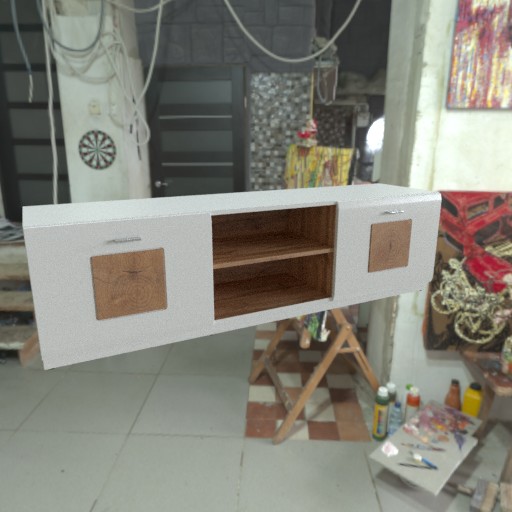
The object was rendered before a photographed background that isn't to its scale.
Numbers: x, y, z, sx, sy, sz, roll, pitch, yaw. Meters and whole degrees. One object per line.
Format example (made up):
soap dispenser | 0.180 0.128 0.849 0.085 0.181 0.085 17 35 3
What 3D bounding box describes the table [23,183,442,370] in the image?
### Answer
table | 0.000 0.000 1.709 1.550 0.440 0.400 -8 17 -26
